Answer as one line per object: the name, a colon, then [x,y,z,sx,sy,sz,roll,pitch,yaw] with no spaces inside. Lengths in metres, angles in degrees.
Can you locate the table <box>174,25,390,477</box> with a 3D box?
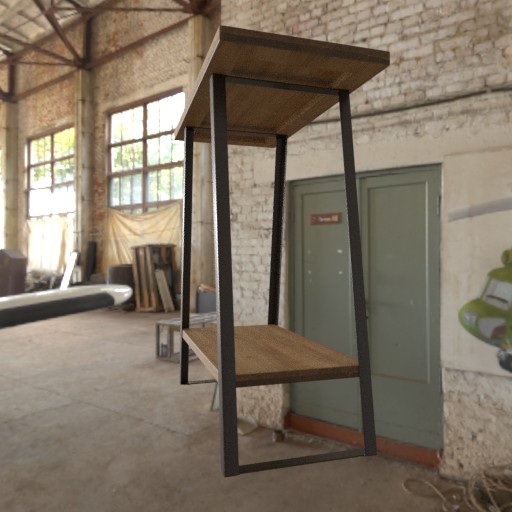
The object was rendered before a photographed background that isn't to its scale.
table: [0.000,0.000,1.002,0.300,0.701,0.599,0,0,-17]
